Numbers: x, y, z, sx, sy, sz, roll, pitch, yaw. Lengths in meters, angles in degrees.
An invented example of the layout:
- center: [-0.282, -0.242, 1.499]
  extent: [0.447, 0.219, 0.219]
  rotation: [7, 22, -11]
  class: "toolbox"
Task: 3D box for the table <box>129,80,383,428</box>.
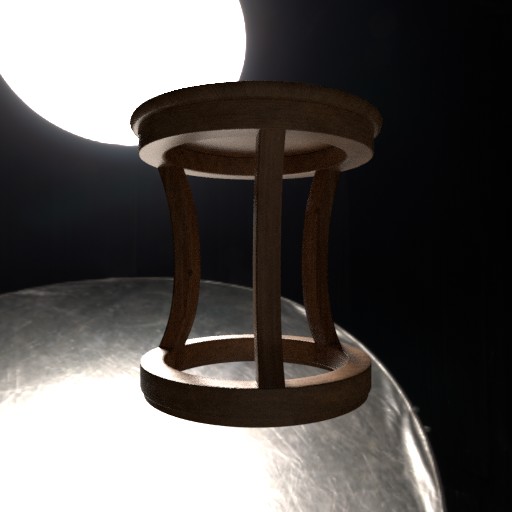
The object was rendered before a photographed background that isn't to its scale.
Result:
- center: [0.000, 0.000, 0.788]
  extent: [0.432, 0.460, 0.432]
  rotation: [0, 0, 0]
  class: "table"
